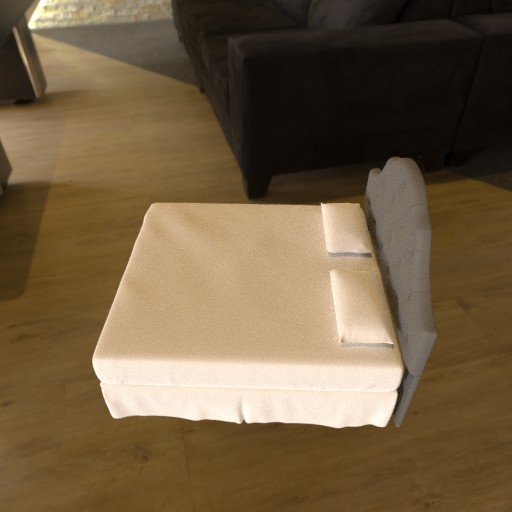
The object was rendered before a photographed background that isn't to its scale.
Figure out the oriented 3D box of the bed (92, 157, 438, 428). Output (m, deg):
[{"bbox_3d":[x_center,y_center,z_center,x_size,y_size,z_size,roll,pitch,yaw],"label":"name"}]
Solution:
[{"bbox_3d":[0.000,0.000,3.539,2.214,1.615,2.008,1,41,2],"label":"bed"}]
